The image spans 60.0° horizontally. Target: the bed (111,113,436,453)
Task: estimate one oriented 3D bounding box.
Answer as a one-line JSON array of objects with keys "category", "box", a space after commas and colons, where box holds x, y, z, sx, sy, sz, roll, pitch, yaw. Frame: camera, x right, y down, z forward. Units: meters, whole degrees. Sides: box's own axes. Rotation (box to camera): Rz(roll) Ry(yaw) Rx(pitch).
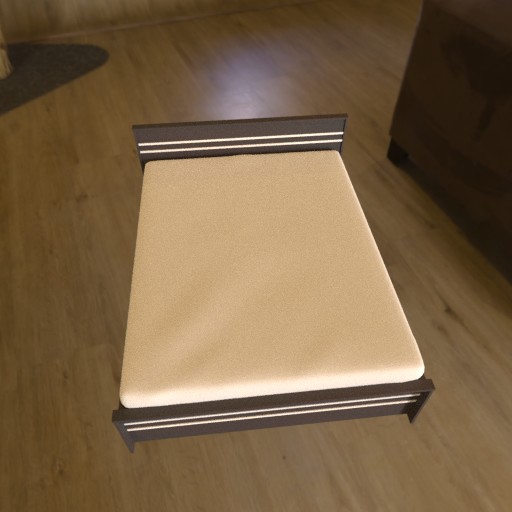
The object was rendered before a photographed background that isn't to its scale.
[{"category": "bed", "box": [0.000, 0.000, 2.948, 1.634, 0.808, 2.103, -4, 47, -4]}]
